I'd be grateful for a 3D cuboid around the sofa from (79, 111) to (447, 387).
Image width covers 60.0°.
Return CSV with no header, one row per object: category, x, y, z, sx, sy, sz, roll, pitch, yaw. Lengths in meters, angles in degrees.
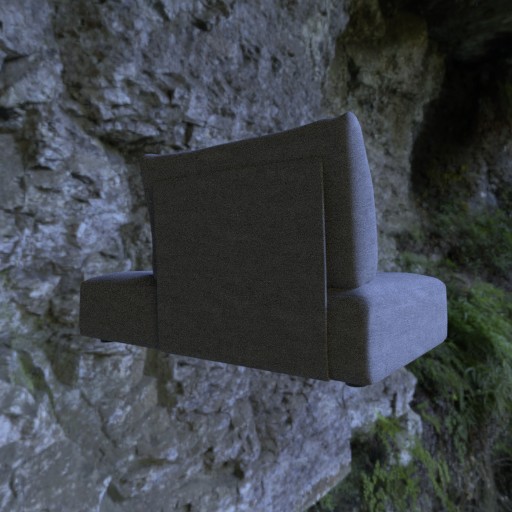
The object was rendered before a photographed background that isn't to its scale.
sofa,0.000,0.000,2.037,1.450,0.820,1.002,0,0,36
